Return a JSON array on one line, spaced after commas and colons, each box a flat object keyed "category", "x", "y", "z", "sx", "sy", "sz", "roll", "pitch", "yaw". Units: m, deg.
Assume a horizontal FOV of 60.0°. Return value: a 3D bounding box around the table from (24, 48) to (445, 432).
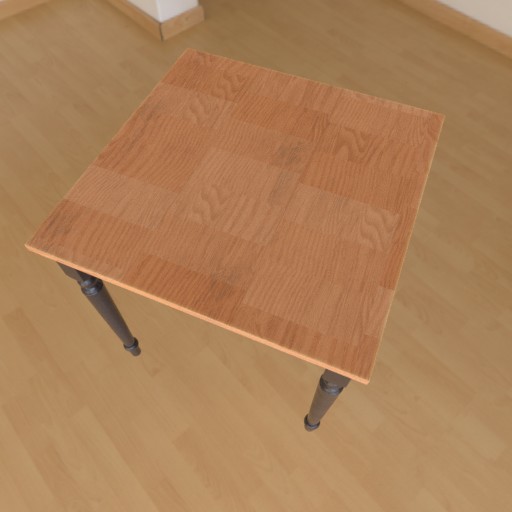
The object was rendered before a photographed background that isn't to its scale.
[{"category": "table", "x": 0.000, "y": 0.000, "z": 1.352, "sx": 0.747, "sy": 0.738, "sz": 0.747, "roll": 20, "pitch": 60, "yaw": 12}]
